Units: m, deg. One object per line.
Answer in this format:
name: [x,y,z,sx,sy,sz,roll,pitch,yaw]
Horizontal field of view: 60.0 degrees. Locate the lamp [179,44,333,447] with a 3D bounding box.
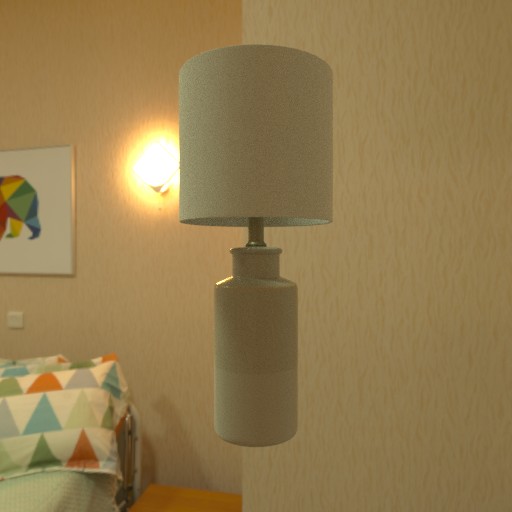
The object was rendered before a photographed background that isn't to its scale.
lamp: [0.000,0.000,0.621,0.212,0.493,0.212,0,1,-18]
